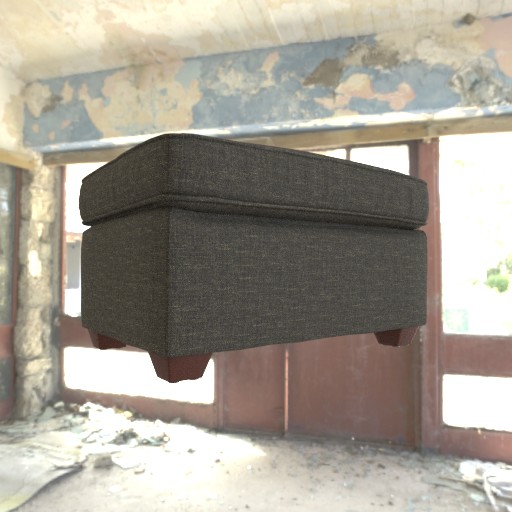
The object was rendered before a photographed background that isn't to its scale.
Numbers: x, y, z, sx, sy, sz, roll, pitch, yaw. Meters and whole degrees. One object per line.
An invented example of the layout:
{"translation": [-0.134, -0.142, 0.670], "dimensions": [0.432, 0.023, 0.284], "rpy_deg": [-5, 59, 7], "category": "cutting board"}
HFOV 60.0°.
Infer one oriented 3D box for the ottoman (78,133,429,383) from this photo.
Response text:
{"translation": [0.000, 0.000, 1.108], "dimensions": [0.749, 0.450, 0.549], "rpy_deg": [1, -2, -36], "category": "ottoman"}
